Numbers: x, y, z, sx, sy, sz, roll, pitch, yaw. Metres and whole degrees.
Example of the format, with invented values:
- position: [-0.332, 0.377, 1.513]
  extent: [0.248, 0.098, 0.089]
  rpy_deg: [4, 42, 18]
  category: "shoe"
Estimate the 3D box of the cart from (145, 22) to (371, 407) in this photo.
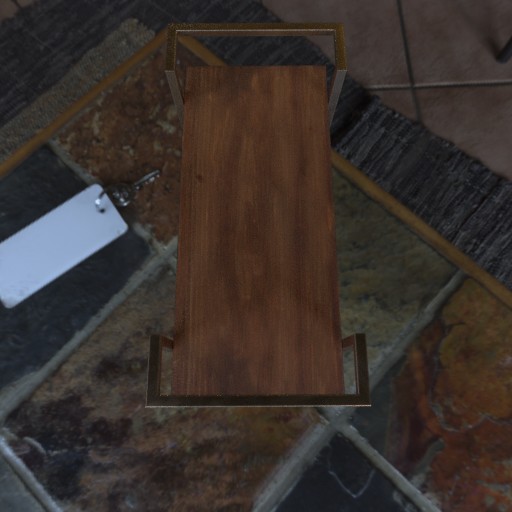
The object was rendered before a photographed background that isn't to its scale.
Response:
- position: [0.000, 0.000, 1.128]
  extent: [0.364, 0.807, 0.695]
  rpy_deg: [0, 74, 0]
  category: "cart"
